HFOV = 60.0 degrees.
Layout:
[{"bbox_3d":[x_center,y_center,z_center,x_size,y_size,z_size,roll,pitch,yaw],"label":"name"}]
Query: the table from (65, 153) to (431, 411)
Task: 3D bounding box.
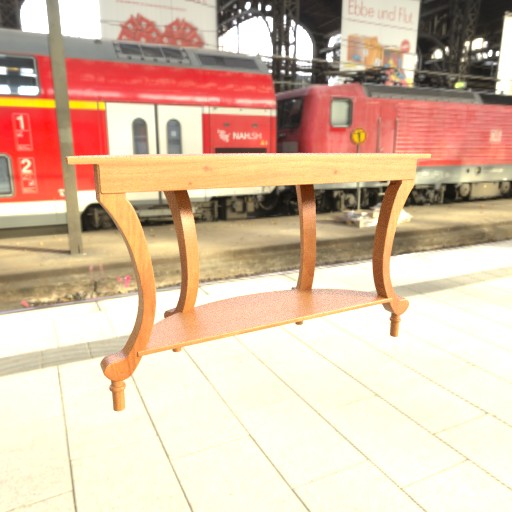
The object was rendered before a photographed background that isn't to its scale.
[{"bbox_3d":[0.000,0.000,1.546,1.198,0.692,0.394,-7,16,-27],"label":"table"}]
